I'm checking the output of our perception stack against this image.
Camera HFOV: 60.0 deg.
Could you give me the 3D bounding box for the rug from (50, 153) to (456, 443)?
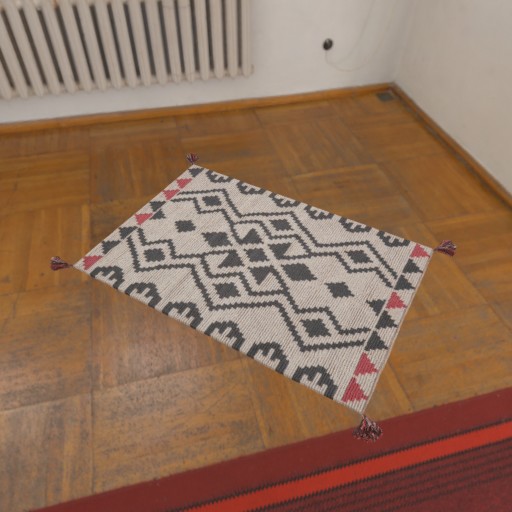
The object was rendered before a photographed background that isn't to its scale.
[{"bbox_3d":[0.000,0.000,2.674,2.069,0.067,1.444,23,50,21],"label":"rug"}]
